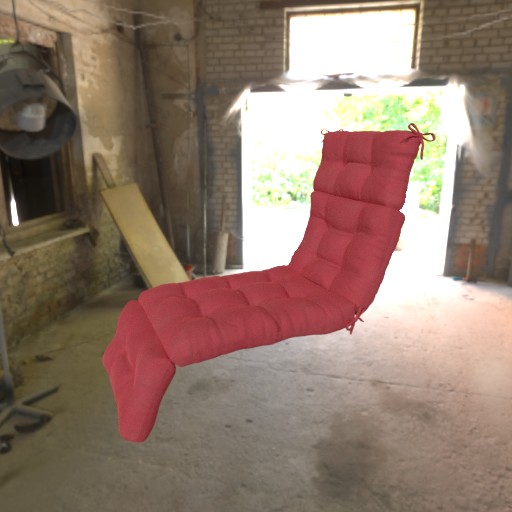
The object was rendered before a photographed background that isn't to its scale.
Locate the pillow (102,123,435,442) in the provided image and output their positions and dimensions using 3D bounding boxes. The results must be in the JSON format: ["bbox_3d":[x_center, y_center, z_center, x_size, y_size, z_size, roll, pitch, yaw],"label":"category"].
[{"bbox_3d":[0.000,0.000,1.500,1.016,0.863,0.526,-7,17,-24],"label":"pillow"}]
